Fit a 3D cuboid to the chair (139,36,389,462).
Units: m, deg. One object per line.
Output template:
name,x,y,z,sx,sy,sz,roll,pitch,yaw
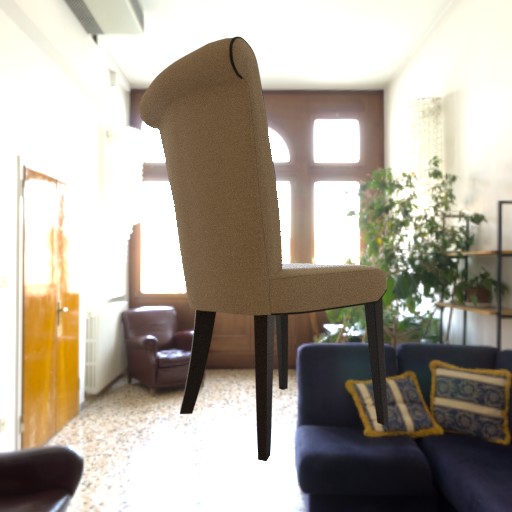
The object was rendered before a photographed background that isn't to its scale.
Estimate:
chair,0.000,0.000,1.334,0.623,0.997,0.522,1,-2,-36
